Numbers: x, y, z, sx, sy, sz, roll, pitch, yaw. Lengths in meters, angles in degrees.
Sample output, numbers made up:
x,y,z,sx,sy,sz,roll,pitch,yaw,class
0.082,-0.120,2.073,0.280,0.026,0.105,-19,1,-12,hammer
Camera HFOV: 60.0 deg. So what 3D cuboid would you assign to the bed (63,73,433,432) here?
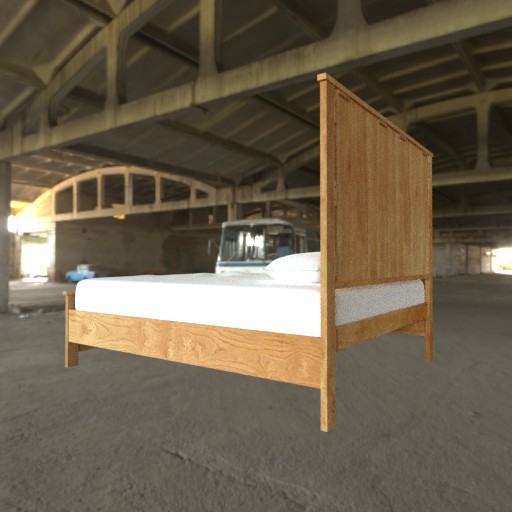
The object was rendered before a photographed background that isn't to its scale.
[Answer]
x,y,z,sx,sy,sz,roll,pitch,yaw,class
0.000,0.000,3.498,2.201,1.686,1.936,-1,-1,36,bed
